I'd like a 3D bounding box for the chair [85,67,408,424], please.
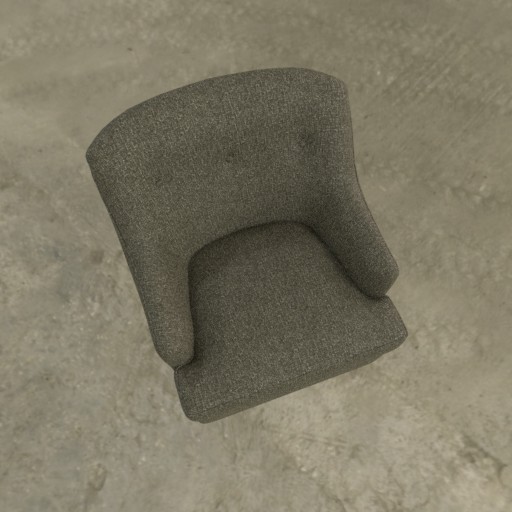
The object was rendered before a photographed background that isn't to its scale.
[{"bbox_3d":[0.000,0.000,1.584,0.864,0.856,0.923,-18,65,-8],"label":"chair"}]
